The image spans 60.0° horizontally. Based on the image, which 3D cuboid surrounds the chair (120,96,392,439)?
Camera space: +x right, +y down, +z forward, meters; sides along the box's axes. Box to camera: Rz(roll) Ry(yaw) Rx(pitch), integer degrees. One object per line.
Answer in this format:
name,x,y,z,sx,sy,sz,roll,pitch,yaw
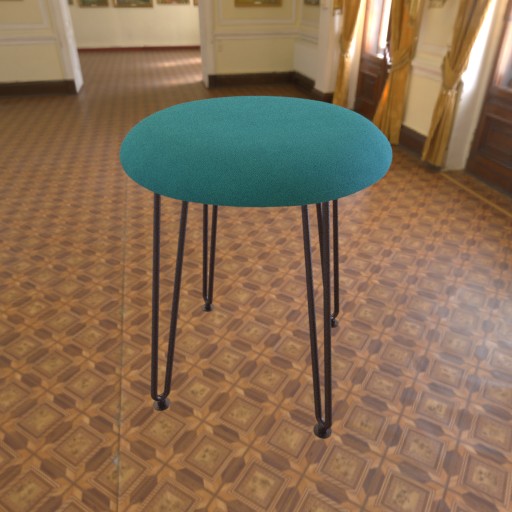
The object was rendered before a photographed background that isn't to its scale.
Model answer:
chair,0.000,0.000,0.677,0.350,0.430,0.350,0,31,0
